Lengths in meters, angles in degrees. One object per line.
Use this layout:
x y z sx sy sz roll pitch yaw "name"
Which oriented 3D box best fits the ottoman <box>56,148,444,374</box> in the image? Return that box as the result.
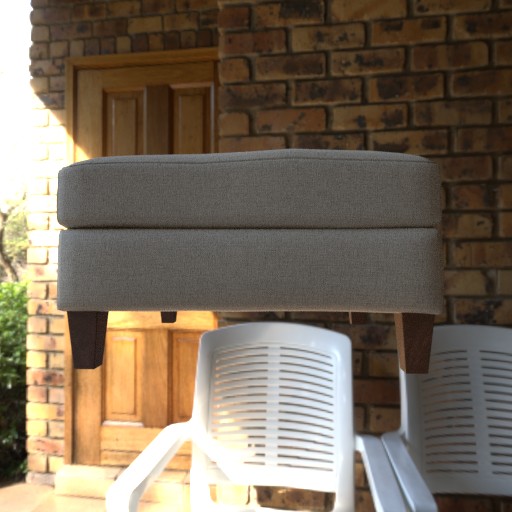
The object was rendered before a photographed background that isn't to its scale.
0.000 0.000 1.331 0.838 0.503 0.838 0 -1 3 "ottoman"
